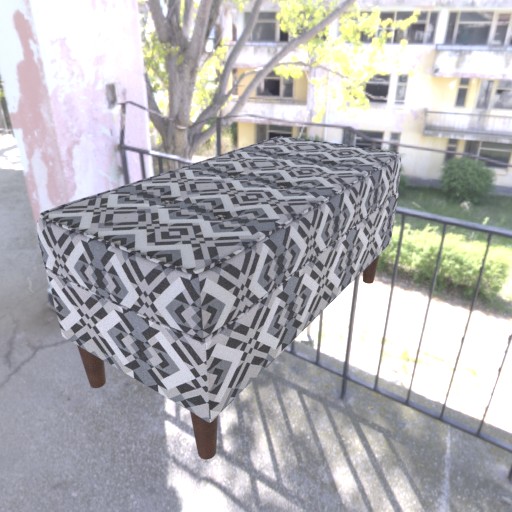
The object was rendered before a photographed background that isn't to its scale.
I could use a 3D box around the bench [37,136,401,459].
[{"bbox_3d":[0.000,0.000,1.294,0.492,0.477,1.016,17,32,31],"label":"bench"}]
